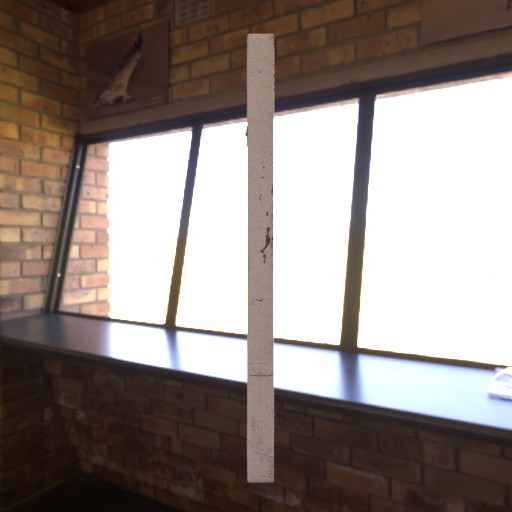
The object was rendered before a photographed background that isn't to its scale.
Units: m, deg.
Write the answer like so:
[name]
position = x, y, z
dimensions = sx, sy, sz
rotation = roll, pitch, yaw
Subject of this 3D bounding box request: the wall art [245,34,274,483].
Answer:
[wall art]
position = 0.000, 0.000, 0.903
dimensions = 0.040, 0.611, 0.610
rotation = 0, 1, -1
